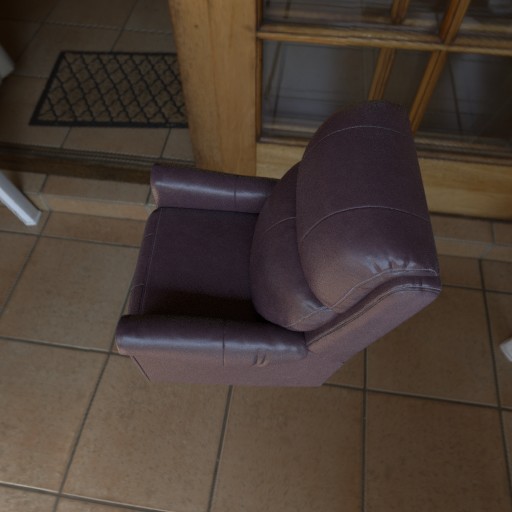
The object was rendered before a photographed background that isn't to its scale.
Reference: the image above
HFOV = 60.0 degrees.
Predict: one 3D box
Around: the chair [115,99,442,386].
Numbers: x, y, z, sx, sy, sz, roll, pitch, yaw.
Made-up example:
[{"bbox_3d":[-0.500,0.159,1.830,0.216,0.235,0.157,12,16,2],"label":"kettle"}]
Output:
[{"bbox_3d":[0.000,0.000,1.730,1.014,1.054,0.838,2,58,1],"label":"chair"}]
